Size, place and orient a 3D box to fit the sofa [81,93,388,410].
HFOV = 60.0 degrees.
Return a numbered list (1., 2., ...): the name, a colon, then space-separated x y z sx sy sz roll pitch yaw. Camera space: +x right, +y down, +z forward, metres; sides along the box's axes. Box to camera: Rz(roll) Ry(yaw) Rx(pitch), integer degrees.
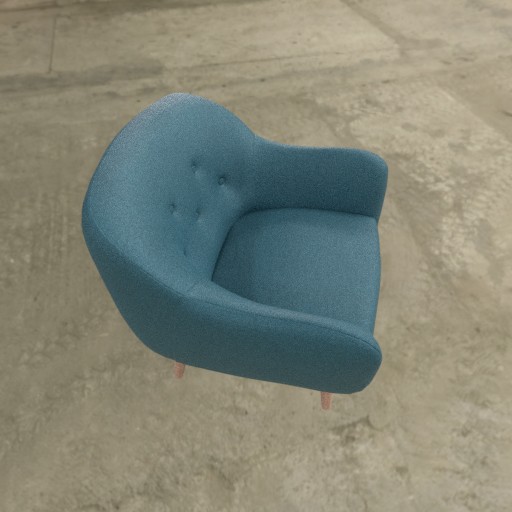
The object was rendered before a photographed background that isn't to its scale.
1. sofa: 0.000 0.000 1.488 0.825 0.817 0.836 9 47 9
